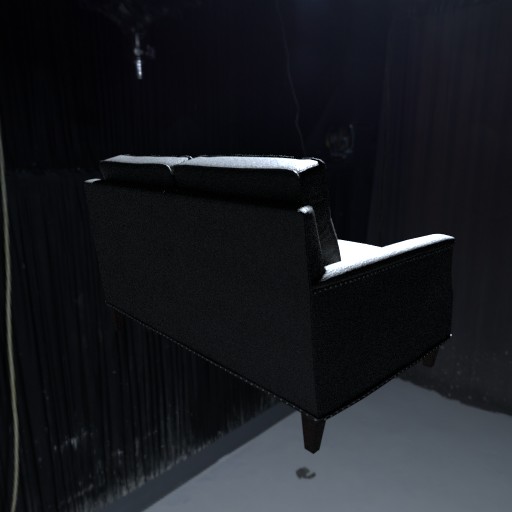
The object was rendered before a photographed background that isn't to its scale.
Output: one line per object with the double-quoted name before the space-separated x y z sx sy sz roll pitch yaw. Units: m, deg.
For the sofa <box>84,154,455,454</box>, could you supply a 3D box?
"sofa" 0.000 0.000 2.215 1.084 1.003 1.597 -13 19 -42
